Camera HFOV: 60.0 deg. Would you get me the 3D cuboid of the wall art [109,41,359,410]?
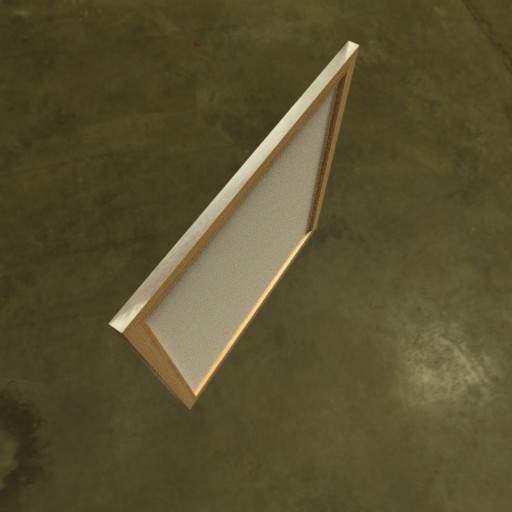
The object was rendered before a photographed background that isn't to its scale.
[{"bbox_3d":[0.000,0.000,1.143,0.027,0.762,0.762,30,67,15],"label":"wall art"}]
